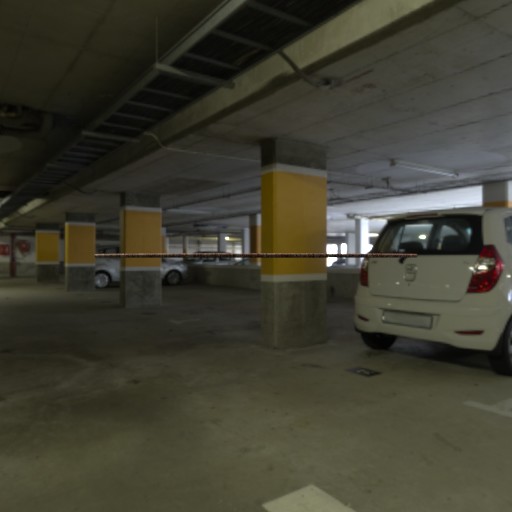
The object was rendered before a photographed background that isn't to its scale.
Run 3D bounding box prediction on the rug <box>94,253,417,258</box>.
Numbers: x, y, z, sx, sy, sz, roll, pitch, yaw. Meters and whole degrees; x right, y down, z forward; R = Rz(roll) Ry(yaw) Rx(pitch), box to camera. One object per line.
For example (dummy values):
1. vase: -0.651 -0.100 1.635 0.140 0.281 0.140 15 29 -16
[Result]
1. rug: 0.000 0.000 2.210 1.514 0.015 1.514 0 0 0
